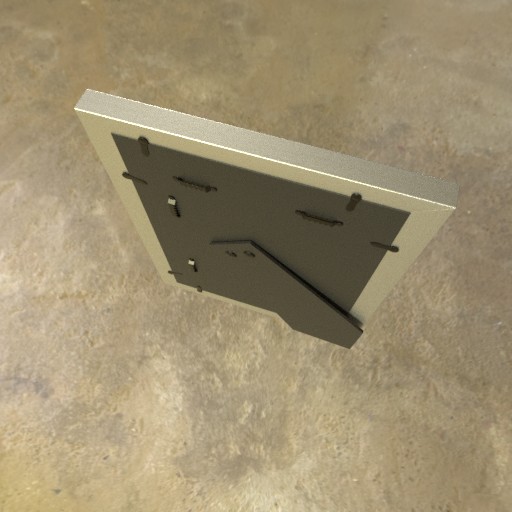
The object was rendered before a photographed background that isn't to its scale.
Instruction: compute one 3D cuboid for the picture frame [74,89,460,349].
[{"bbox_3d":[0.000,0.000,0.516,0.307,0.386,0.036,16,66,7],"label":"picture frame"}]
